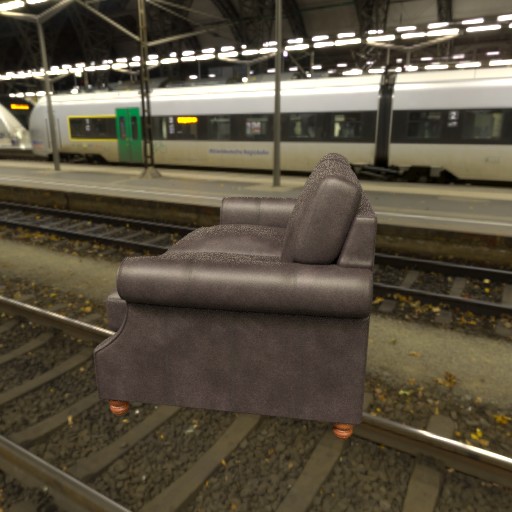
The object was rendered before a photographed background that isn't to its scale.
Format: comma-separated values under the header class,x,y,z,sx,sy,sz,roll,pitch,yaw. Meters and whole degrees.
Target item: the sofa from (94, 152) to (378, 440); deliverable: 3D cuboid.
class,x,y,z,sx,sy,sz,roll,pitch,yaw
sofa,0.000,0.000,2.270,1.030,0.979,1.663,3,16,9
